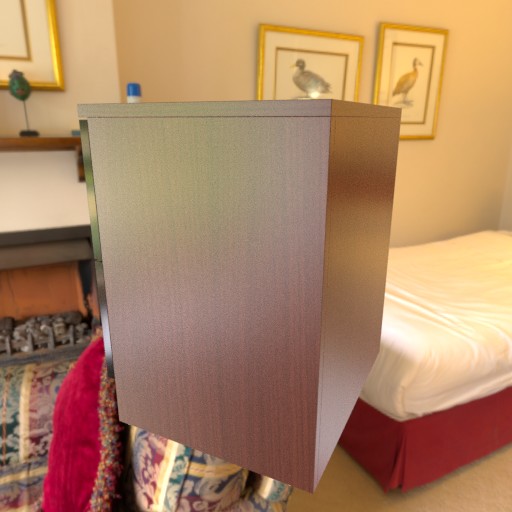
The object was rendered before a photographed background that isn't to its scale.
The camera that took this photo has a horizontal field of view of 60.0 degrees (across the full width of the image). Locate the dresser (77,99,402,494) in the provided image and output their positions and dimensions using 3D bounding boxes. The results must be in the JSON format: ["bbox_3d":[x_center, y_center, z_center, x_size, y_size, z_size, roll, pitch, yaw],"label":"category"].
[{"bbox_3d":[0.000,0.000,0.735,0.360,0.470,0.400,8,19,25],"label":"dresser"}]
